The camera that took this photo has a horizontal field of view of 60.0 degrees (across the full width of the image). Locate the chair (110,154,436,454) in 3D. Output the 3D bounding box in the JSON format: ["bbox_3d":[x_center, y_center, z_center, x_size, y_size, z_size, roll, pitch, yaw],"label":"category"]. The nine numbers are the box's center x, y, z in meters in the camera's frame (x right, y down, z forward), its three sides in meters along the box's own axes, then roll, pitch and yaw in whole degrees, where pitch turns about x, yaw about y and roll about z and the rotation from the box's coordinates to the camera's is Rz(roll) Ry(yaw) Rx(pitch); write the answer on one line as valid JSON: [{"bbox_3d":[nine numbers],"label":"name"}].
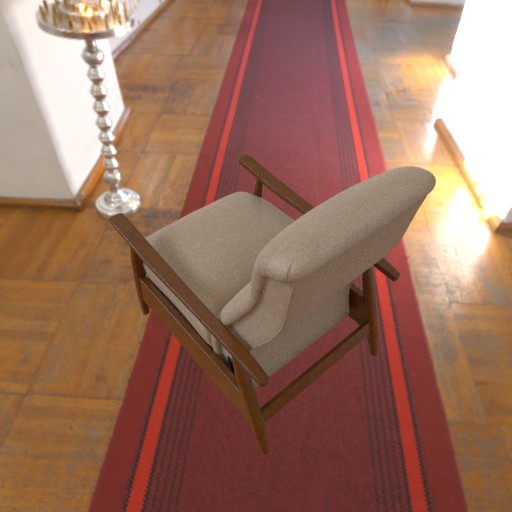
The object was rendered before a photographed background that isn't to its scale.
[{"bbox_3d":[0.000,0.000,1.835,0.762,1.082,1.030,-32,53,-27],"label":"chair"}]
